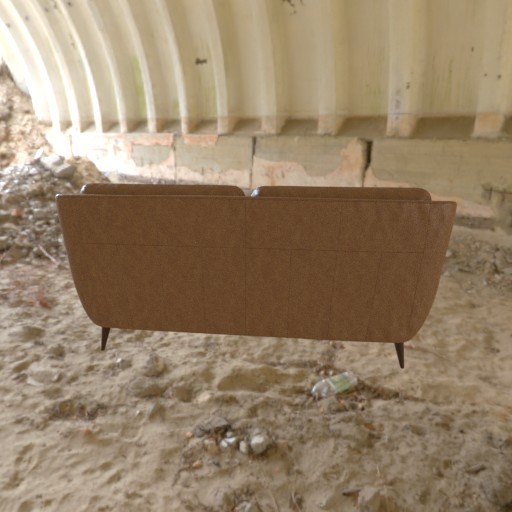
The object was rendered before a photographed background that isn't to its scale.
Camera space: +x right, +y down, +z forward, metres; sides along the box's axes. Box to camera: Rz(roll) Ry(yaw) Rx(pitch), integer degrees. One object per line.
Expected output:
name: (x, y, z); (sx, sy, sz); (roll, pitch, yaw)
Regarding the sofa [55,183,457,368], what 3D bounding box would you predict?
sofa: (0.000, 0.000, 2.432); (1.902, 0.839, 0.904); (2, 16, 7)
